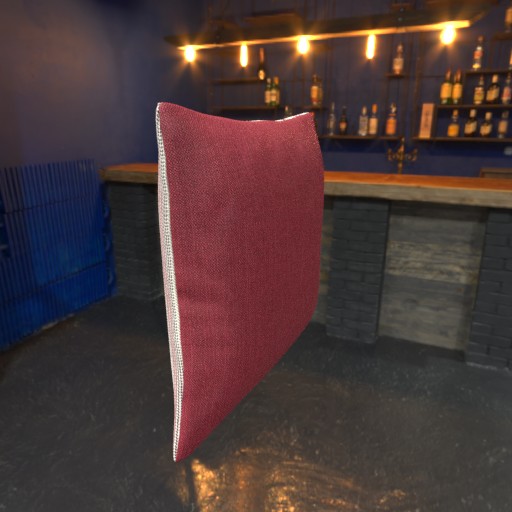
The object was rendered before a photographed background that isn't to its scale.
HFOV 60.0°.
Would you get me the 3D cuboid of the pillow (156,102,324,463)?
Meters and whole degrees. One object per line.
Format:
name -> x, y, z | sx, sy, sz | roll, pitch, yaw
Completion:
pillow -> 0.000, 0.000, 0.789 | 0.166, 0.497, 0.513 | 8, 18, 25
